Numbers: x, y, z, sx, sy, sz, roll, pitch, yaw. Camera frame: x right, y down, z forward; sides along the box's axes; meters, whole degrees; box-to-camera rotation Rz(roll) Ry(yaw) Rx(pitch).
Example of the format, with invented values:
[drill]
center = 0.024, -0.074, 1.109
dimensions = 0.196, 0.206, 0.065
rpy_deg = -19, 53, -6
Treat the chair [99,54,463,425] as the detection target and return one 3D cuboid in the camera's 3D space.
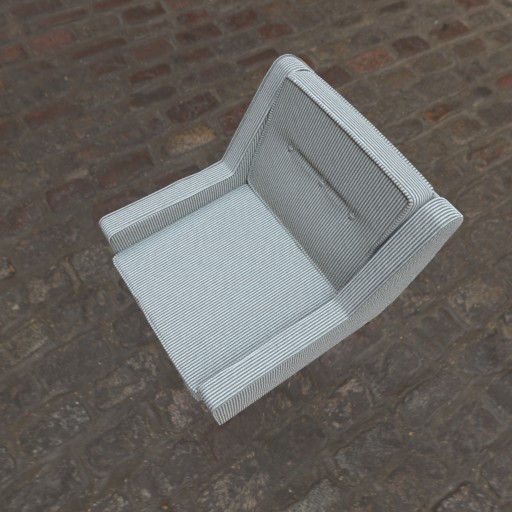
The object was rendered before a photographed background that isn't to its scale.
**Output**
[chair]
center = 0.000, 0.000, 1.347
dimensions = 0.743, 0.792, 0.663
rpy_deg = -31, 68, -14
